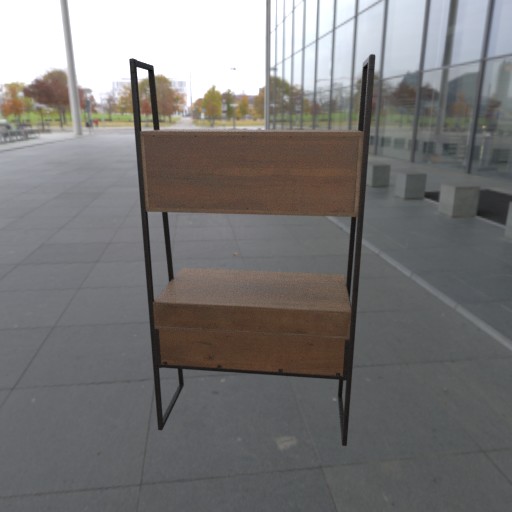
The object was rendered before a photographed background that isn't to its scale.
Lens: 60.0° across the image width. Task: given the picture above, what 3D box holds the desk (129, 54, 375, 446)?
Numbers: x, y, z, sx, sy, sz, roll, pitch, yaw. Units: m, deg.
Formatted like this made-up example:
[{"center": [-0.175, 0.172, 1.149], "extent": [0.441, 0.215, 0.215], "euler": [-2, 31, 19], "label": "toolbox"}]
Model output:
[{"center": [0.000, 0.000, 2.256], "extent": [0.982, 1.809, 0.515], "euler": [2, 17, 7], "label": "desk"}]
